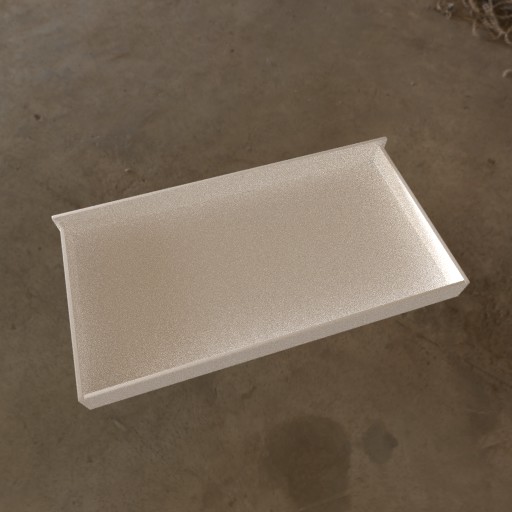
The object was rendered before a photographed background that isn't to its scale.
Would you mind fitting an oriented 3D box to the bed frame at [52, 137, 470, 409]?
[{"bbox_3d":[0.000,0.000,1.558,1.300,0.141,0.670,-15,60,-9],"label":"bed frame"}]
